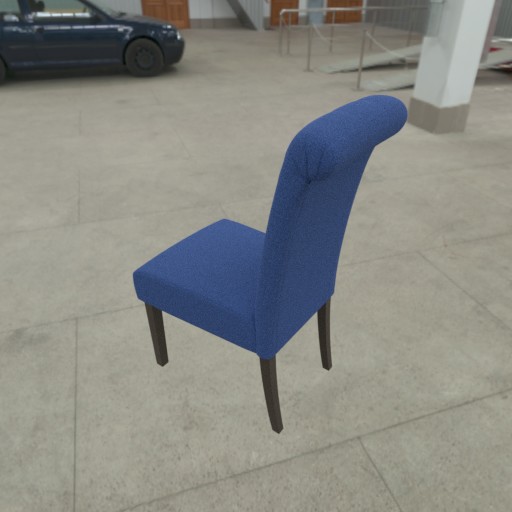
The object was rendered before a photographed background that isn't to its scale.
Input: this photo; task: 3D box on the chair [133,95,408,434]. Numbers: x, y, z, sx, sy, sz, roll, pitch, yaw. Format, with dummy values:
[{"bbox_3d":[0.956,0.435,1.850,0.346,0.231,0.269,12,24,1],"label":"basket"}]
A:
[{"bbox_3d":[0.000,0.000,1.389,0.671,1.006,0.456,22,38,30],"label":"chair"}]
